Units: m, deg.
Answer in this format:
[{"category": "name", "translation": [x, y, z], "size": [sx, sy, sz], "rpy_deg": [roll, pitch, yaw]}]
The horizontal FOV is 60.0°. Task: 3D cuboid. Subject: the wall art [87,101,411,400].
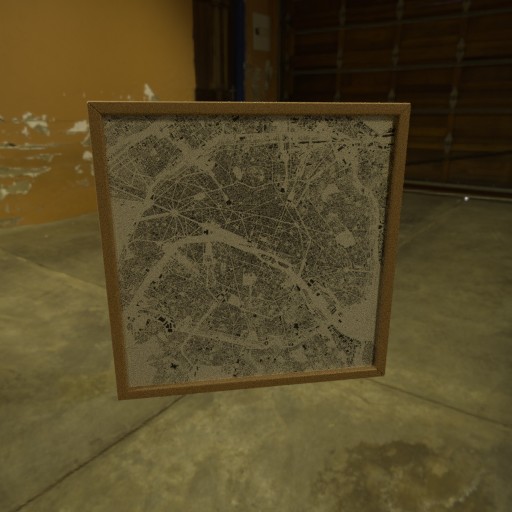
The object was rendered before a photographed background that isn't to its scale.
[{"category": "wall art", "translation": [0.000, 0.000, 0.778], "size": [0.509, 0.509, 0.036], "rpy_deg": [-3, 17, -9]}]
